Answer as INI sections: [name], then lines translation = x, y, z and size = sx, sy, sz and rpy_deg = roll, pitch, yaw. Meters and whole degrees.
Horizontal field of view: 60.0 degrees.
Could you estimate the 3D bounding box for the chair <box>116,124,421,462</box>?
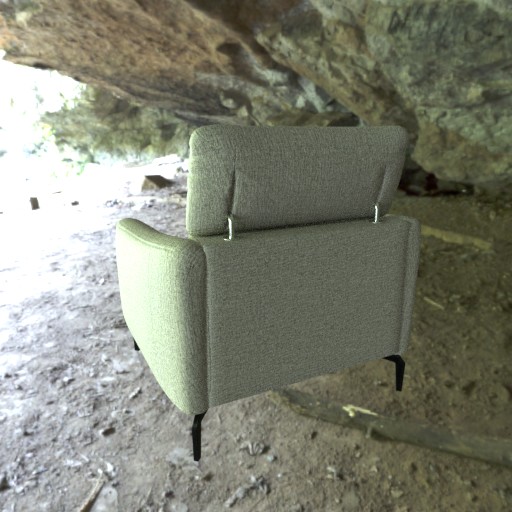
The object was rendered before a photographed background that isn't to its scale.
[chair]
translation = 0.000, 0.000, 1.725
size = 0.972, 0.967, 0.835
rpy_deg = -8, 17, -26
